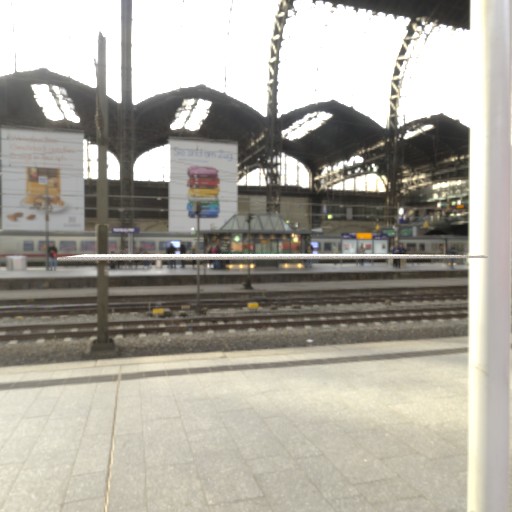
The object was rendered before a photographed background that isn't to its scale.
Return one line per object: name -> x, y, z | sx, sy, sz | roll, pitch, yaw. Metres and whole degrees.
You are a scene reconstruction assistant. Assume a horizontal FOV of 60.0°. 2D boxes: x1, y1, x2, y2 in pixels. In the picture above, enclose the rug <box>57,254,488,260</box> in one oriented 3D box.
rug -> 0.000, 0.000, 2.898 | 2.213, 0.014, 1.608 | 0, 1, -18
